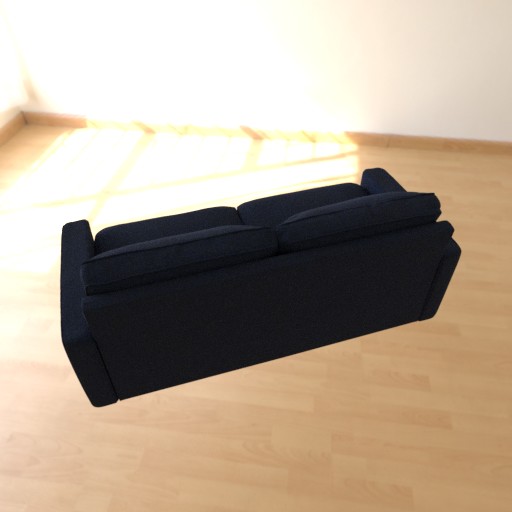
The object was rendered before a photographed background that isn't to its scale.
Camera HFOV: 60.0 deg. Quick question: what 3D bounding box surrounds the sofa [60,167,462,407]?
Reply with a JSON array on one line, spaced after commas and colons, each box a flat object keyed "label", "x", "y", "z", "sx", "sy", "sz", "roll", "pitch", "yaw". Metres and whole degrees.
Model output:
[{"label": "sofa", "x": 0.000, "y": 0.000, "z": 2.553, "sx": 2.080, "sy": 0.919, "sz": 0.940, "roll": -12, "pitch": 44, "yaw": -13}]
